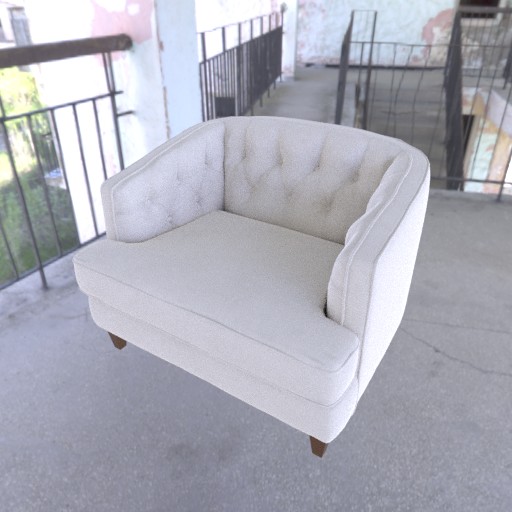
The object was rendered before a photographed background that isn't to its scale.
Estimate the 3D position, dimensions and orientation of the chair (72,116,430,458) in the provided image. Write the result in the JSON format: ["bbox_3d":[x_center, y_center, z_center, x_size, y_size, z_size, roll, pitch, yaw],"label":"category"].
[{"bbox_3d":[0.000,0.000,1.730,1.104,0.852,0.941,18,35,28],"label":"chair"}]
